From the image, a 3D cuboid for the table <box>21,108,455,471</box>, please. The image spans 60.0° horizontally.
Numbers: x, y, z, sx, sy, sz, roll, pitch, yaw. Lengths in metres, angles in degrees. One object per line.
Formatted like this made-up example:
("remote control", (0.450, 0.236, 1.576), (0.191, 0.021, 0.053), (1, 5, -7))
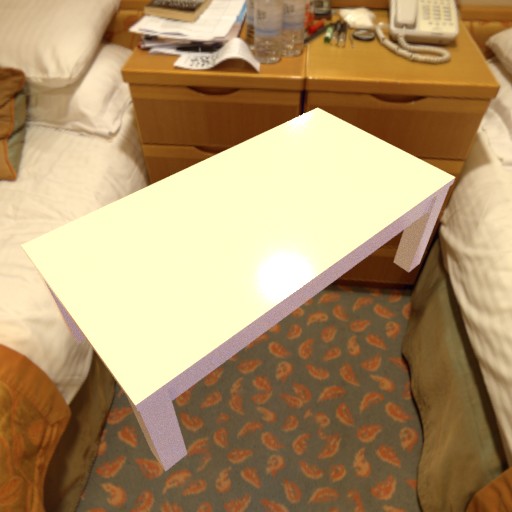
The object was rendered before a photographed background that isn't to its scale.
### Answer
("table", (0.000, 0.000, 1.686), (1.350, 0.470, 0.700), (-32, 54, -27))
